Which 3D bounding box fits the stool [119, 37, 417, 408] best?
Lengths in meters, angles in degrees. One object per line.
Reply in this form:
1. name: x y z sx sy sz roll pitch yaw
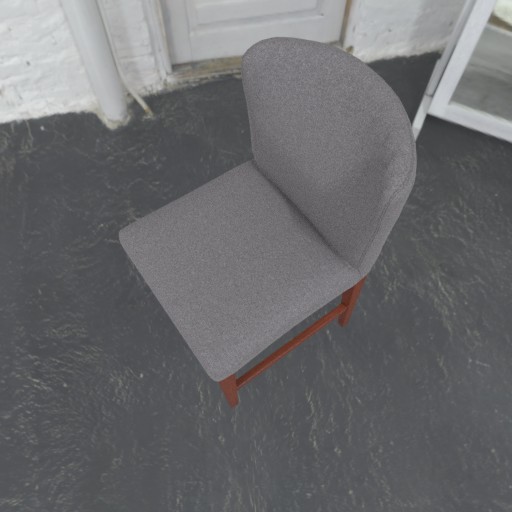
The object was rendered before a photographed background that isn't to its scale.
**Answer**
1. stool: 0.000 0.000 1.213 0.568 0.968 0.481 -33 67 -16
